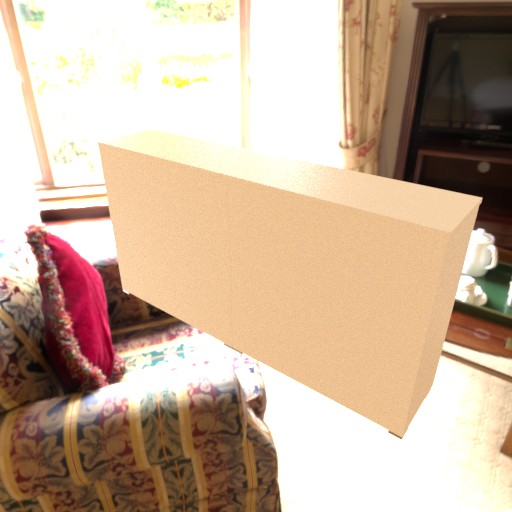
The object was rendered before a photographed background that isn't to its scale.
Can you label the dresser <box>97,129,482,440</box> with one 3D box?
[{"bbox_3d":[0.000,0.000,1.864,1.535,0.790,0.333,20,34,33],"label":"dresser"}]
